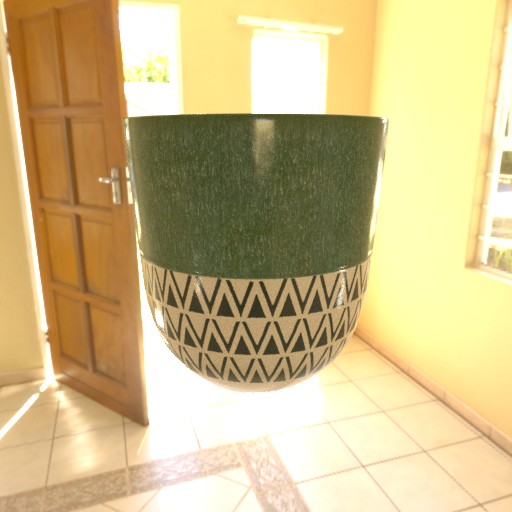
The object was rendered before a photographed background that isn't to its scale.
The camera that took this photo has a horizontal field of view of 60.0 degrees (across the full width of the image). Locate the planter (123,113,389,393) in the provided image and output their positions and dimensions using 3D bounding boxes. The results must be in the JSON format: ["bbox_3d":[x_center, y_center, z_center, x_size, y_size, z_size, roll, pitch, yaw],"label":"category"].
[{"bbox_3d":[0.000,0.000,0.364,0.195,0.214,0.195,0,15,0],"label":"planter"}]
